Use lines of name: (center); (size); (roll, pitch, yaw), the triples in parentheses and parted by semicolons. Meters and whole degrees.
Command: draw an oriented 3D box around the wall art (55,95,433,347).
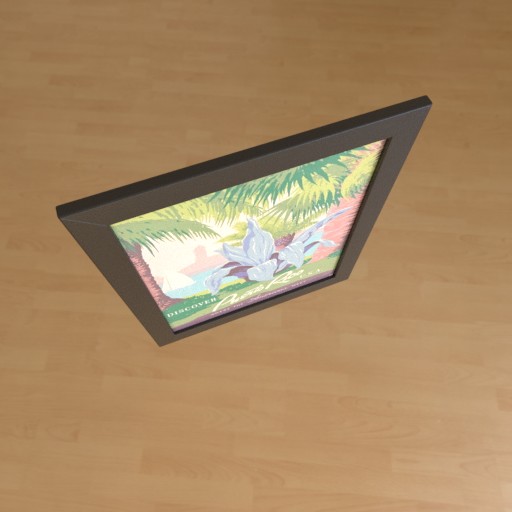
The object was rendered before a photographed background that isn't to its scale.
wall art: (0.000, 0.000, 0.798); (0.481, 0.582, 0.018); (-19, 66, -9)
